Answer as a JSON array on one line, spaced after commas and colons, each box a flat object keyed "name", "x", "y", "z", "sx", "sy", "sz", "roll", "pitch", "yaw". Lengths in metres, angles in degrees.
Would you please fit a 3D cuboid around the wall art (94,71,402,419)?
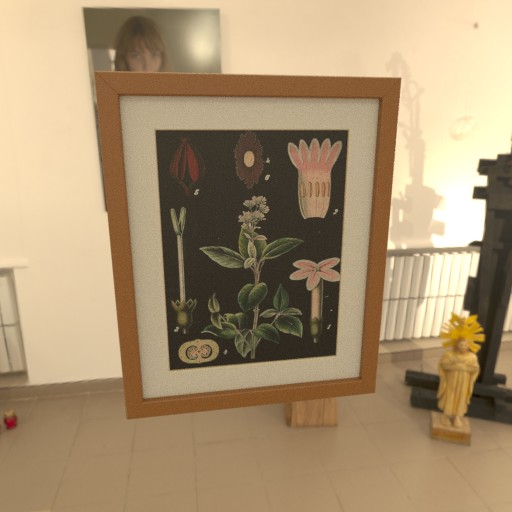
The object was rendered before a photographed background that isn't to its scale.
[{"name": "wall art", "x": 0.000, "y": 0.000, "z": 0.498, "sx": 0.310, "sy": 0.379, "sz": 0.015, "roll": -3, "pitch": 16, "yaw": -10}]
